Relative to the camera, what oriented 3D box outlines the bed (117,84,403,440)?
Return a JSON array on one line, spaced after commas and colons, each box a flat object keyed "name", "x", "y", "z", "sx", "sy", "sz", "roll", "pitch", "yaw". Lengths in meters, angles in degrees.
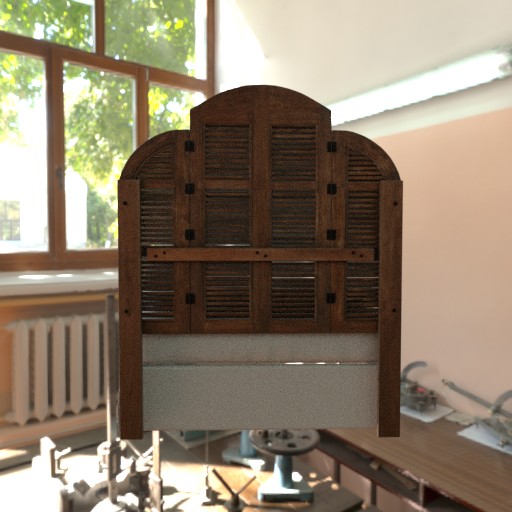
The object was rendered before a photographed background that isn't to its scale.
[{"name": "bed", "x": 0.000, "y": 0.000, "z": 3.565, "sx": 1.713, "sy": 2.019, "sz": 2.138, "roll": 0, "pitch": 2, "yaw": -1}]
